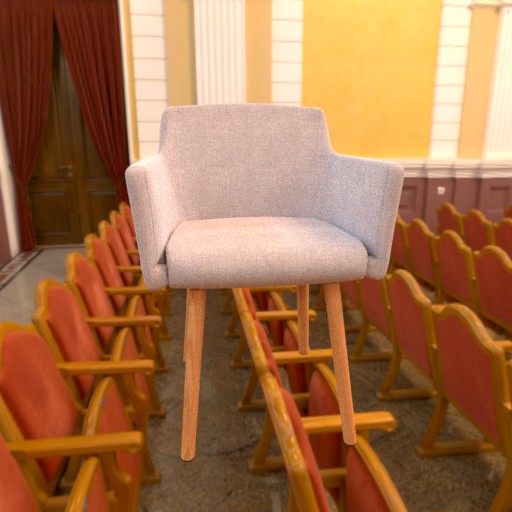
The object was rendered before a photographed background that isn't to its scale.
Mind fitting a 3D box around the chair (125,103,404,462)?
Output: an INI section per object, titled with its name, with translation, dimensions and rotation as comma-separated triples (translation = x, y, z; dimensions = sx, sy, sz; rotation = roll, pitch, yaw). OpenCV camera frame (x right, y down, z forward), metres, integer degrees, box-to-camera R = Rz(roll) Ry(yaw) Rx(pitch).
[chair]
translation = 0.000, 0.000, 1.153
dimensions = 0.570, 0.780, 0.540
rotation = -2, 16, -8
